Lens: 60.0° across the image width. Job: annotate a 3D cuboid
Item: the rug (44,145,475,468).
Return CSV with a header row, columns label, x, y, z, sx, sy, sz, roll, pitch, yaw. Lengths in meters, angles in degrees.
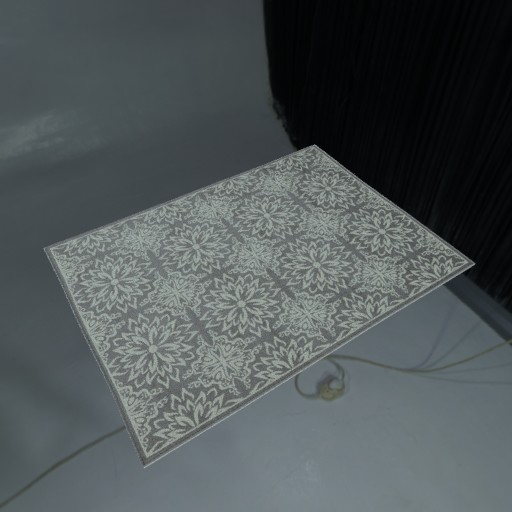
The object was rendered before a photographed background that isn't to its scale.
label,x,y,z,sx,sy,sz,roll,pitch,yaw
rug,0.000,0.000,2.803,2.213,0.014,1.608,-25,51,-22
